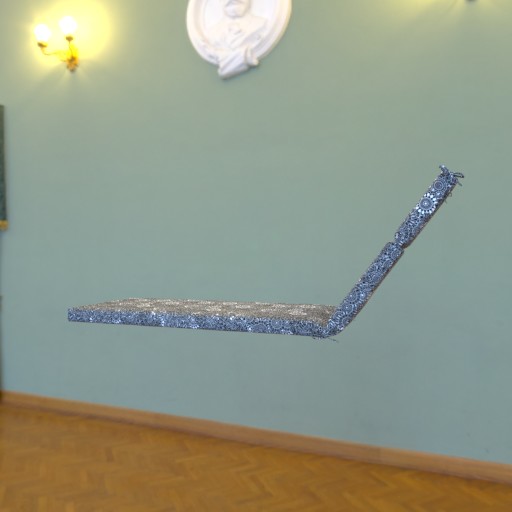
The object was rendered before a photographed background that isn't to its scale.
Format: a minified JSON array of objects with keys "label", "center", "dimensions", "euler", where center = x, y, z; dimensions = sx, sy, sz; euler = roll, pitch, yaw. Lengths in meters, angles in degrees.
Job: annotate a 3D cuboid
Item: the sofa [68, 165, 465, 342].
[{"label":"sofa","center":[0.000,0.000,1.996],"dimensions":[1.663,0.622,0.582],"euler":[0,0,19]}]
